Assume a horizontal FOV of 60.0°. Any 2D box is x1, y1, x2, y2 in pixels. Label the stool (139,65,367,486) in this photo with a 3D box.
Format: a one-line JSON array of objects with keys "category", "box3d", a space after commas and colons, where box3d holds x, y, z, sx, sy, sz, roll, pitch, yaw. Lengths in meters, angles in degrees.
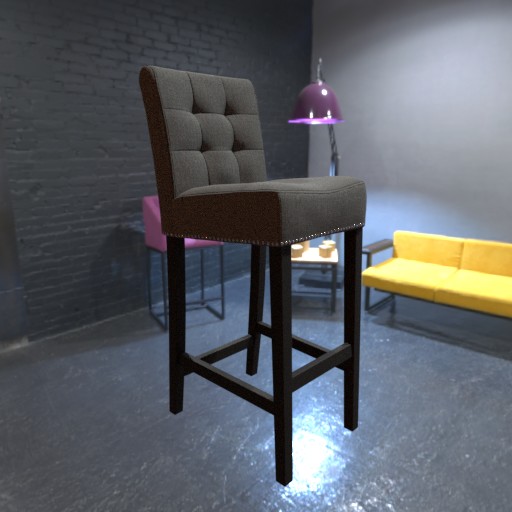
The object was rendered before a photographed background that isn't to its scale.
[{"category": "stool", "box3d": [0.000, 0.000, 1.296, 0.548, 1.047, 0.411, 13, 19, 43]}]
